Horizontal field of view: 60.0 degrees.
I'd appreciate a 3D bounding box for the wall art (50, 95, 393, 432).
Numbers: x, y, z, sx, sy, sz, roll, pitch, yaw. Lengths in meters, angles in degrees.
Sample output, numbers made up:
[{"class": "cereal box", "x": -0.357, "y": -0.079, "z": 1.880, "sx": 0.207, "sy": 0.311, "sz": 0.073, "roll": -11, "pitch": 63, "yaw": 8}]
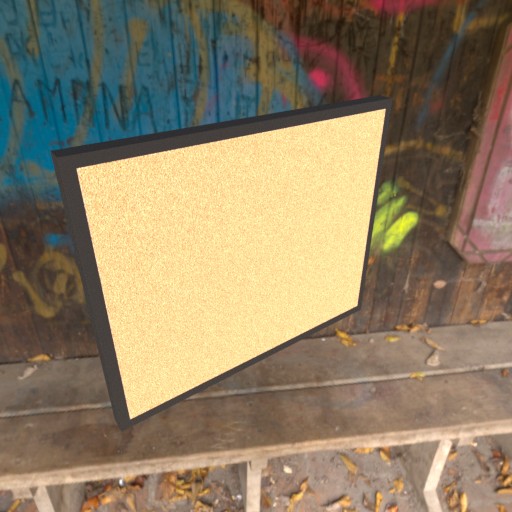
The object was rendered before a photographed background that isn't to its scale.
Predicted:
[{"class": "wall art", "x": 0.000, "y": 0.000, "z": 0.748, "sx": 0.554, "sy": 0.454, "sz": 0.030, "roll": -20, "pitch": 36, "yaw": -30}]
